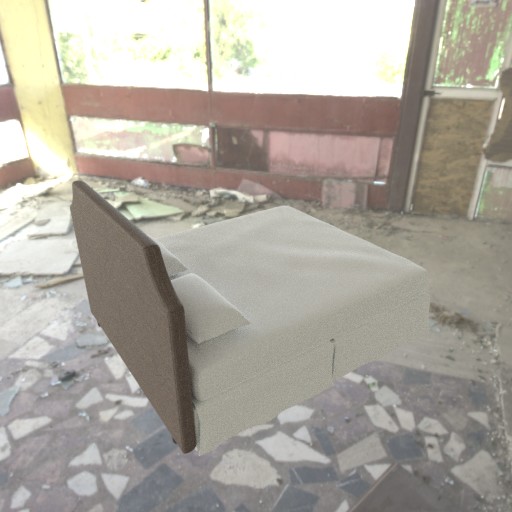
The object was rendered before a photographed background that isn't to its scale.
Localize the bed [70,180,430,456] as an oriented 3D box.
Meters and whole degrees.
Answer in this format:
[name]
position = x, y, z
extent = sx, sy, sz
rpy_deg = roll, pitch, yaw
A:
[bed]
position = 0.000, 0.000, 4.307
extent = 2.773, 1.590, 2.350
rpy_deg = -18, 32, -31
